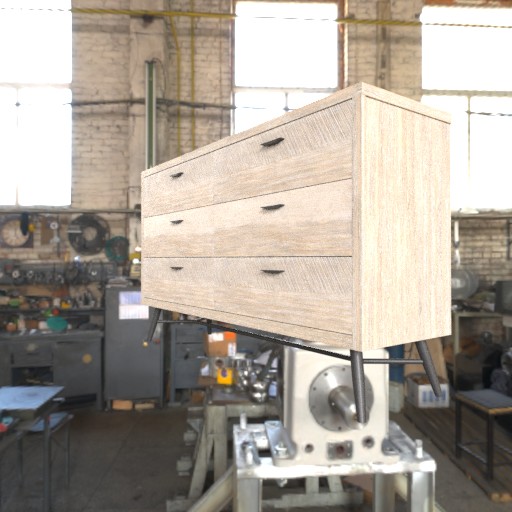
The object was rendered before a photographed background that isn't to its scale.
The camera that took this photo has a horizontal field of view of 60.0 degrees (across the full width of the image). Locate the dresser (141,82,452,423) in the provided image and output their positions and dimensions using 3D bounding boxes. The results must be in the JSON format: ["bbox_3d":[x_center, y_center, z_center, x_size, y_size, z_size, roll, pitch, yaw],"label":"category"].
[{"bbox_3d":[0.000,0.000,1.910,0.457,0.914,1.524,0,0,-36],"label":"dresser"}]
